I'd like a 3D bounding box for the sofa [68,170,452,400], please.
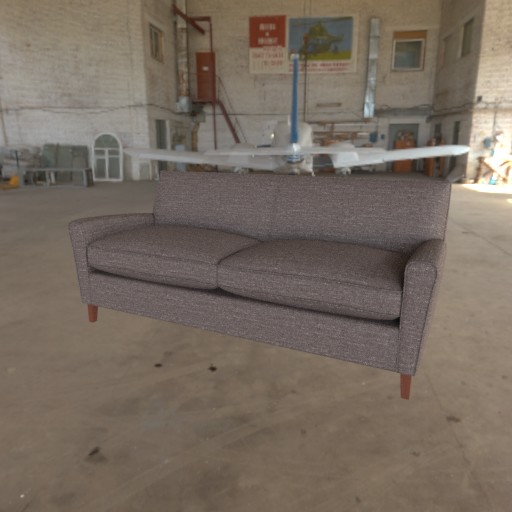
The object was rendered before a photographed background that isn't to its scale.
[{"bbox_3d":[0.000,0.000,2.504,1.976,0.846,0.875,7,16,26],"label":"sofa"}]
